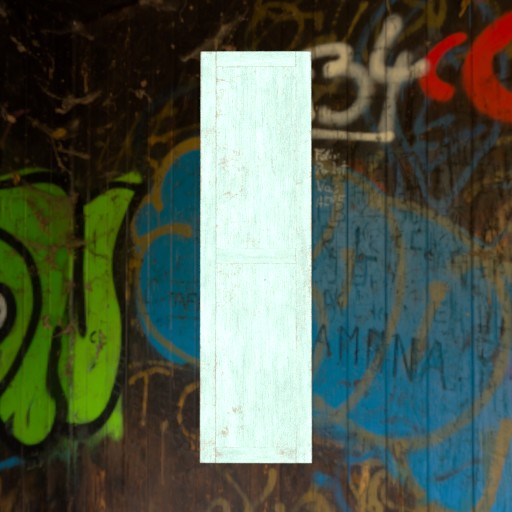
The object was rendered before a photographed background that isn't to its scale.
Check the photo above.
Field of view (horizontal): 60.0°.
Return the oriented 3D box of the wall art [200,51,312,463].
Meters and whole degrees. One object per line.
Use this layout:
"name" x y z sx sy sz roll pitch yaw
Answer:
"wall art" 0.000 0.000 1.325 0.329 1.219 0.025 0 -1 0
